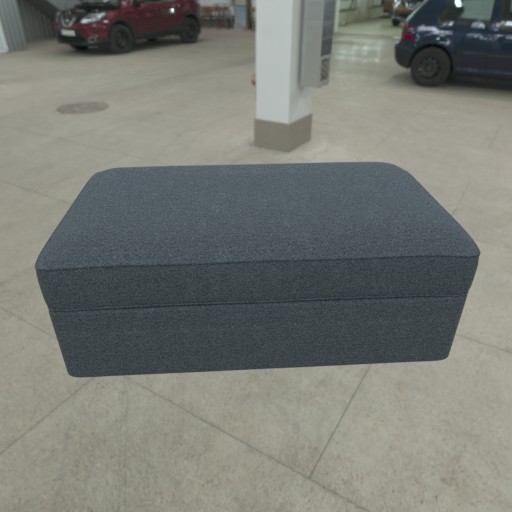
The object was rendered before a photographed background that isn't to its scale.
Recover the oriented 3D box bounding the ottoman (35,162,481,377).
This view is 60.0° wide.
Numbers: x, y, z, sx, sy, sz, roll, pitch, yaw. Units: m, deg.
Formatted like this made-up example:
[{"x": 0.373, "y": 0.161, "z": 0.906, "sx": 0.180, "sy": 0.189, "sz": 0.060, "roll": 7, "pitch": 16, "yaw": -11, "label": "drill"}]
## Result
[{"x": 0.000, "y": 0.000, "z": 1.513, "sx": 1.173, "sy": 0.494, "sz": 0.681, "roll": -2, "pitch": 32, "yaw": -3, "label": "ottoman"}]
